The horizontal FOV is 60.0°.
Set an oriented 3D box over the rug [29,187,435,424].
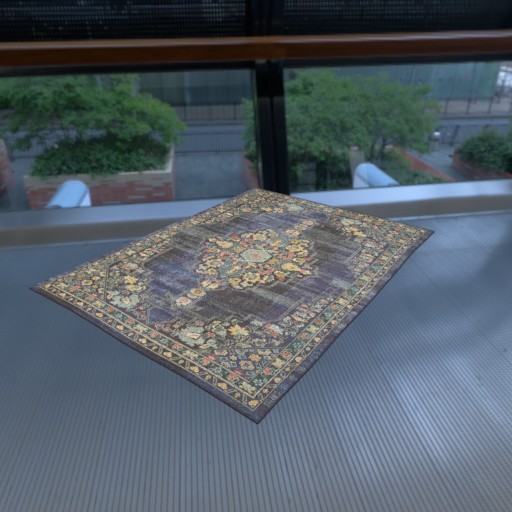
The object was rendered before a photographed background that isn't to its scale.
[{"bbox_3d":[0.000,0.000,4.769,2.716,0.035,3.612,19,33,32],"label":"rug"}]
